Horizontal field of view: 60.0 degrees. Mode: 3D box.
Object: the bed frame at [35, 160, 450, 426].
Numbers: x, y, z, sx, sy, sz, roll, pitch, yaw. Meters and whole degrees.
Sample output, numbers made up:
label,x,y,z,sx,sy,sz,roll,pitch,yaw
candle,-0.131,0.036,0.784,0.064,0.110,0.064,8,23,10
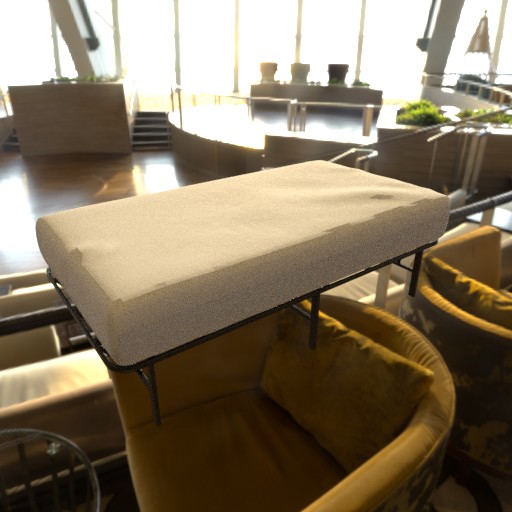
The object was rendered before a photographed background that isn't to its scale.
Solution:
label,x,y,z,sx,sy,sz,roll,pitch,yaw
bed frame,0.000,0.000,2.351,1.908,0.640,1.025,-18,31,-32
